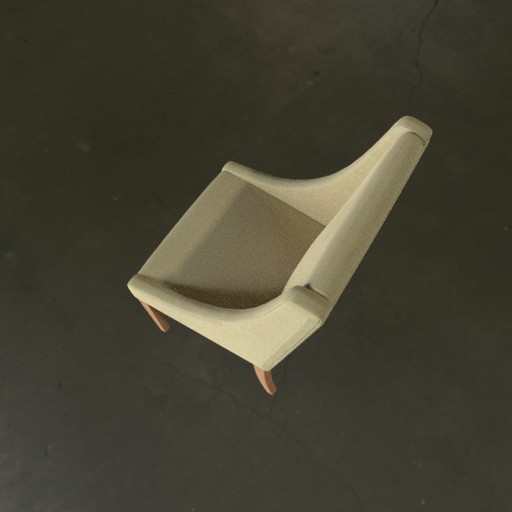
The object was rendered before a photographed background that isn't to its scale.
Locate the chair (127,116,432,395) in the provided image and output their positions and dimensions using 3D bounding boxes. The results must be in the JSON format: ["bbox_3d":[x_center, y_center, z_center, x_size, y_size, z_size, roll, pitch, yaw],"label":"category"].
[{"bbox_3d":[0.000,0.000,1.394,0.611,1.021,0.575,29,67,14],"label":"chair"}]
